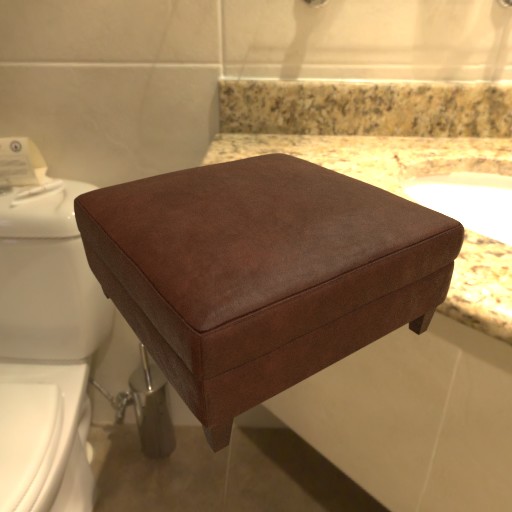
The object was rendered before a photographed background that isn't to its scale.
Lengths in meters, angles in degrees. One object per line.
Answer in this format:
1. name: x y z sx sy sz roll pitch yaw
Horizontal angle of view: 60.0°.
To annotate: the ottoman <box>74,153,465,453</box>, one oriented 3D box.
1. ottoman: 0.000 0.000 1.337 0.836 0.415 0.844 -19 35 -30
